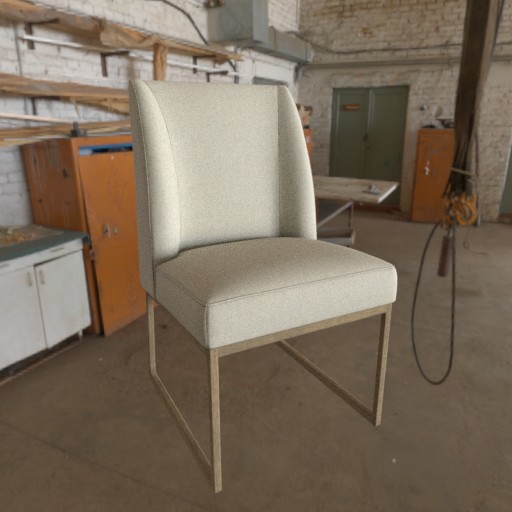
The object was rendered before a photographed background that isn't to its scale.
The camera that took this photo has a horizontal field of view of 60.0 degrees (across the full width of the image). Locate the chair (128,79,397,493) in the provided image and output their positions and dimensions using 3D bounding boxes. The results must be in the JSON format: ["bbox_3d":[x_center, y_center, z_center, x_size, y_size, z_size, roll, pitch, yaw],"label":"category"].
[{"bbox_3d":[0.000,0.000,1.139,0.508,0.863,0.522,-9,19,-27],"label":"chair"}]
